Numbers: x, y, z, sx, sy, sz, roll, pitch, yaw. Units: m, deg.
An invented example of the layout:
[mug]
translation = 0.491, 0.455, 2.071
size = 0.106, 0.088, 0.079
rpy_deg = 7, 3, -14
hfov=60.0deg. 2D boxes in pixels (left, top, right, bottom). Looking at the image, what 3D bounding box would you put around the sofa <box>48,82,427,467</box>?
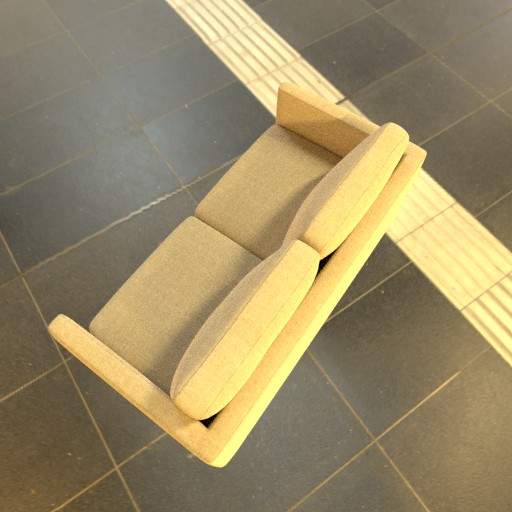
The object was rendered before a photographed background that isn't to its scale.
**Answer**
[sofa]
translation = 0.000, 0.000, 2.375
size = 0.950, 0.963, 1.884
rpy_deg = 33, 68, 15
